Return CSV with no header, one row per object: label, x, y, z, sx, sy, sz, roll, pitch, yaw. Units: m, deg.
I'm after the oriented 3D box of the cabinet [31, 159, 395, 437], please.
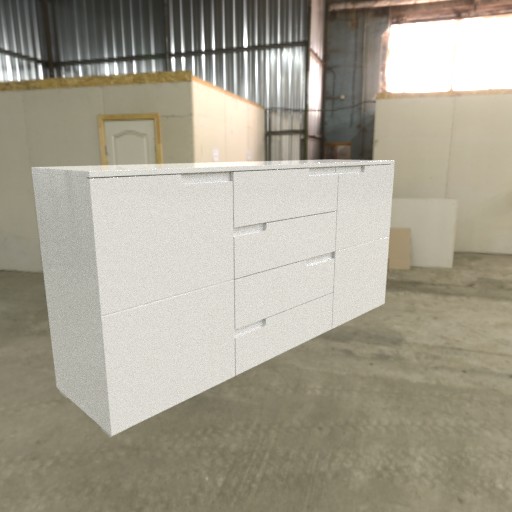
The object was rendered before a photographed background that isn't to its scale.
cabinet,0.000,0.000,1.950,0.400,0.800,1.650,13,18,43
